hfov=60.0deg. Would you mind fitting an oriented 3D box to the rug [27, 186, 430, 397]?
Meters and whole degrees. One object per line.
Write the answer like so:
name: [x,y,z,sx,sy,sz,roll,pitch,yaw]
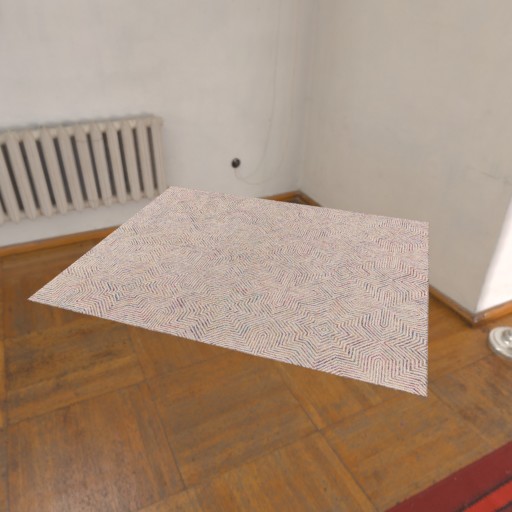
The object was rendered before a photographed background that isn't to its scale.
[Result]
rug: [0.000,0.000,4.119,3.046,0.008,2.442,10,33,16]
